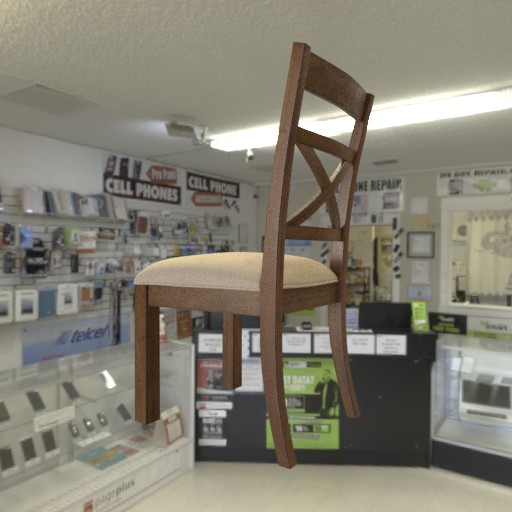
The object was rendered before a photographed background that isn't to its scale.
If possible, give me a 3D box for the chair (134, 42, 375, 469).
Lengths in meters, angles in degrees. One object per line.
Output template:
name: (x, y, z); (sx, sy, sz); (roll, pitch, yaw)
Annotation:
chair: (0.000, 0.000, 1.290); (0.581, 0.949, 0.461); (1, 1, 36)
